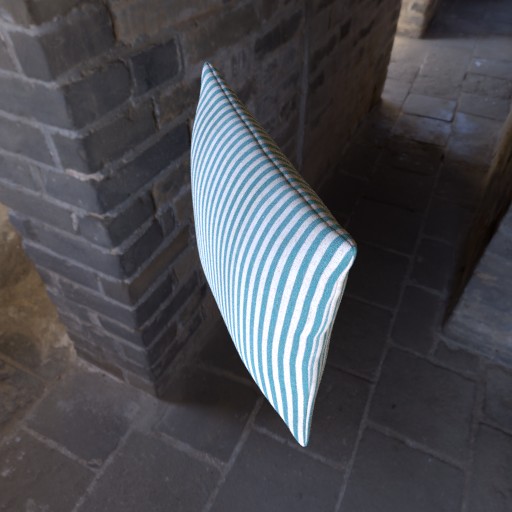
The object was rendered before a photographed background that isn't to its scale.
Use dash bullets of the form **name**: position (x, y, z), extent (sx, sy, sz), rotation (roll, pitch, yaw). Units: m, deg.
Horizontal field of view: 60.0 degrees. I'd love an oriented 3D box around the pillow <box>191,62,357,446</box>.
- **pillow**: position (0.000, 0.000, 0.804), extent (0.166, 0.510, 0.523), rotation (-16, 47, -15)
